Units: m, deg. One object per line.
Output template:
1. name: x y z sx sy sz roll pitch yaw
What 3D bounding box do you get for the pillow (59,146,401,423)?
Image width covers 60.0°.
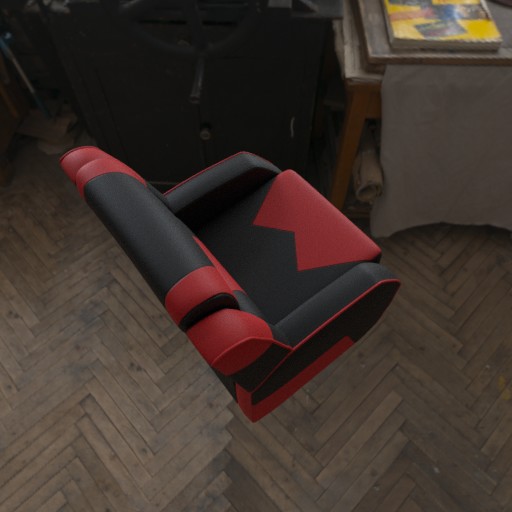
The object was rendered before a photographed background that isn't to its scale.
1. pillow: 0.000 0.000 1.284 0.672 0.805 0.620 -33 64 -19
